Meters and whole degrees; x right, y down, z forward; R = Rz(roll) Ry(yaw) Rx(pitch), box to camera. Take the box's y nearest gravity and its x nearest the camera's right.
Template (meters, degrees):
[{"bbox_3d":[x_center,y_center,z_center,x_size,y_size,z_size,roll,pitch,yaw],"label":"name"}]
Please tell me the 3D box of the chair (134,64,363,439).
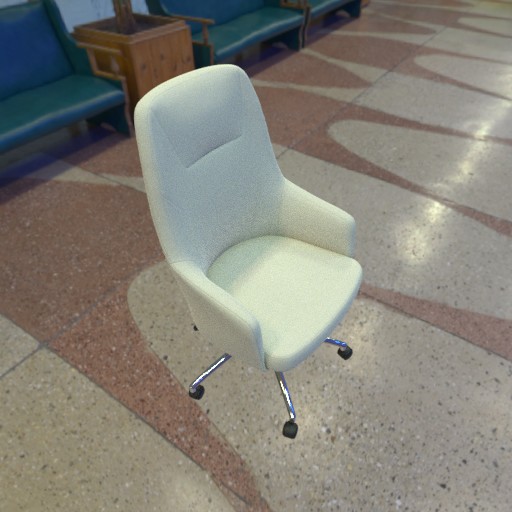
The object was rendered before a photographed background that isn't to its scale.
[{"bbox_3d":[0.000,0.000,1.450,0.640,1.049,0.620,25,47,26],"label":"chair"}]
